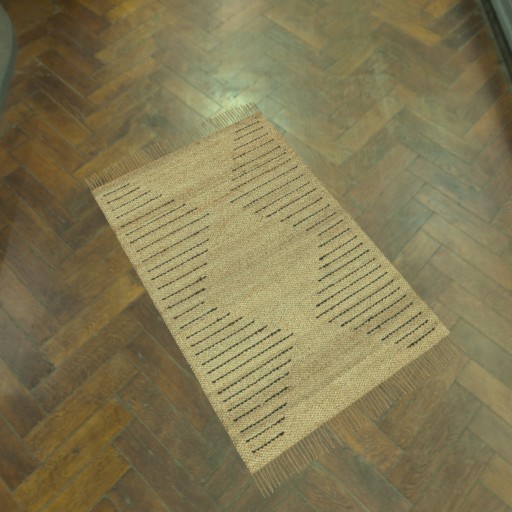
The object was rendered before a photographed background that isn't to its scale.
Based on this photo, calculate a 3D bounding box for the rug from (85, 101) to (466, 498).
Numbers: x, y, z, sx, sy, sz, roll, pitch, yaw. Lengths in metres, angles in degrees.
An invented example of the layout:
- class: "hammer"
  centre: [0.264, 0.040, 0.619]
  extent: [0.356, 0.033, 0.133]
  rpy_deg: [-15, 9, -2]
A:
- class: "rug"
  centre: [0.000, 0.000, 2.492]
  extent: [1.224, 0.027, 2.085]
  rpy_deg: [-30, 67, -14]
